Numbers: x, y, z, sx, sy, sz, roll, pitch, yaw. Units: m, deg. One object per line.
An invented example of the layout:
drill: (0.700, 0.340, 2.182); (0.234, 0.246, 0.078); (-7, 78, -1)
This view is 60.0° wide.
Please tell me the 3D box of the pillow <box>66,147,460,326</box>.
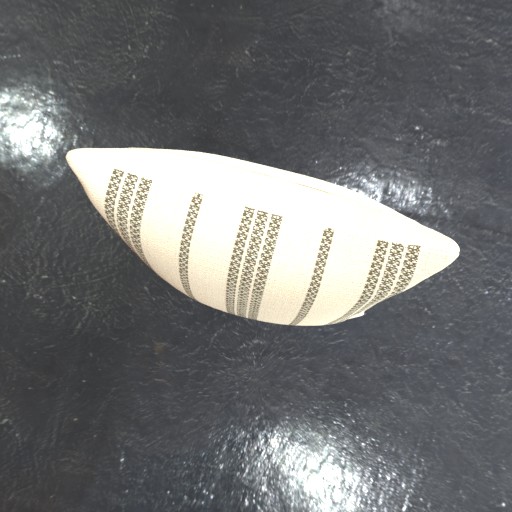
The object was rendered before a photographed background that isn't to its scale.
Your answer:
pillow: (0.000, 0.000, 0.627); (0.405, 0.406, 0.173); (14, 75, 4)
